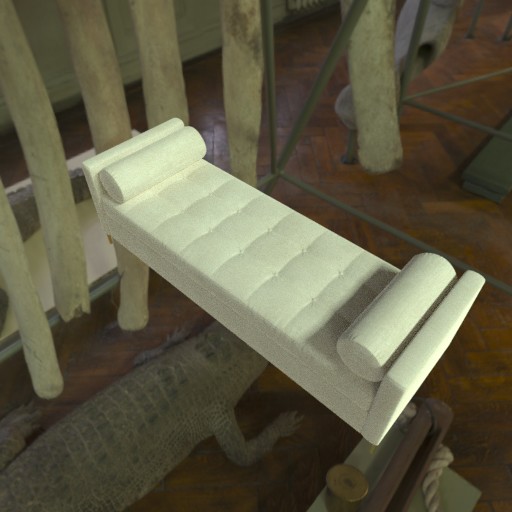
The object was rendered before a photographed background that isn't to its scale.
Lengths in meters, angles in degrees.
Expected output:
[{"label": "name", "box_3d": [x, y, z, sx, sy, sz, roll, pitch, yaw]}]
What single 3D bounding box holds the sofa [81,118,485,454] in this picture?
[{"label": "sofa", "box_3d": [0.000, 0.000, 2.341, 1.981, 0.635, 0.686, 33, 55, 28]}]
